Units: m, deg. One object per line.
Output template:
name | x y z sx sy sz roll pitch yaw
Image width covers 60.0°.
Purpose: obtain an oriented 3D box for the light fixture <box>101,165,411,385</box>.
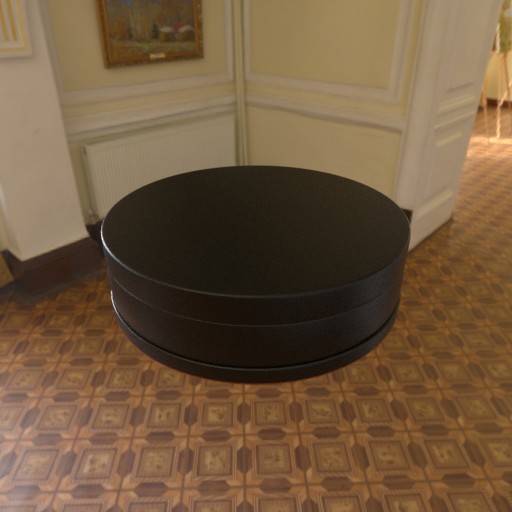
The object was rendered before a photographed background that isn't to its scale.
light fixture | 0.000 0.000 0.442 0.283 0.097 0.283 0 29 0
